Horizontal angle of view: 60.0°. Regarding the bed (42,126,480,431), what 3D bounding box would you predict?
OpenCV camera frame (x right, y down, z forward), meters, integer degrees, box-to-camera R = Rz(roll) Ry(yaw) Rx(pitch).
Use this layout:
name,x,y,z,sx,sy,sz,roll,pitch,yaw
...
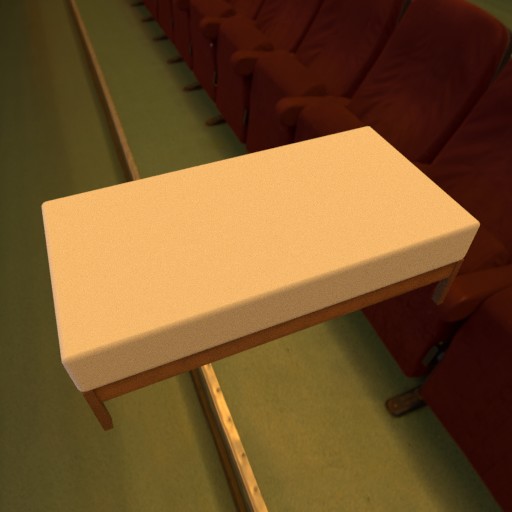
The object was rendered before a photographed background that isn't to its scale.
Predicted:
name,x,y,z,sx,sy,sz,roll,pitch,yaw
bed,0.000,0.000,2.343,1.902,0.616,0.961,-17,49,-15
